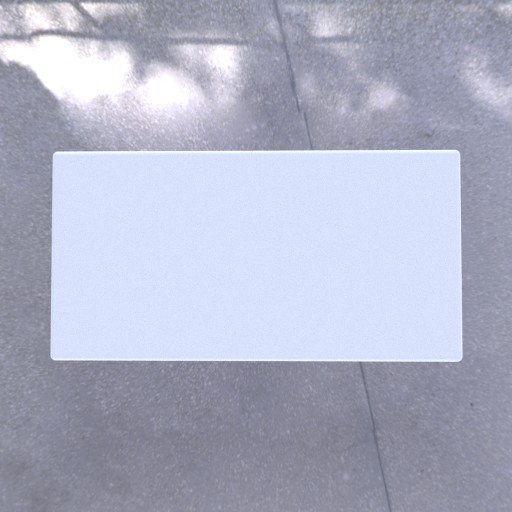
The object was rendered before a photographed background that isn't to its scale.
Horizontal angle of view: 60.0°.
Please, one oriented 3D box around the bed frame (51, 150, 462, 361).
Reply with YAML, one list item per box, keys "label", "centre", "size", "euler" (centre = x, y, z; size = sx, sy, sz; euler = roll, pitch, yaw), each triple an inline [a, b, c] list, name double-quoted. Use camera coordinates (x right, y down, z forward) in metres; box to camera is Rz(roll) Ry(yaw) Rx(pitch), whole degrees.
- label: "bed frame"
  centre: [0.000, 0.000, 2.420]
  size: [1.950, 0.659, 1.023]
  euler: [0, 89, 1]
